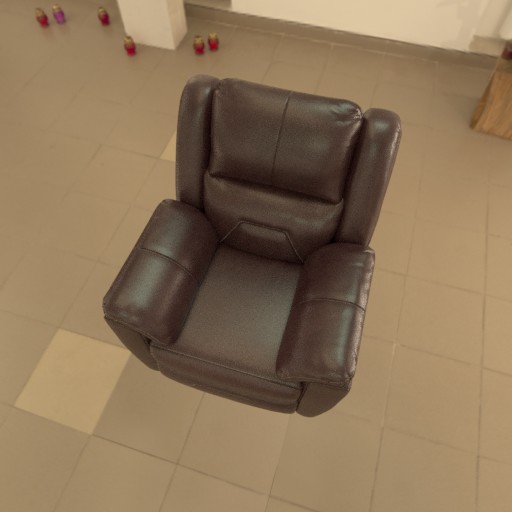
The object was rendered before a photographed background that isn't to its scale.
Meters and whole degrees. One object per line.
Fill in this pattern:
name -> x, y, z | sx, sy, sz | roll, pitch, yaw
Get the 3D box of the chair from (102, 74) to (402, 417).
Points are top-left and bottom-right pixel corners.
chair -> 0.000, 0.000, 1.915 | 0.990, 1.093, 1.041 | 14, 59, 9
